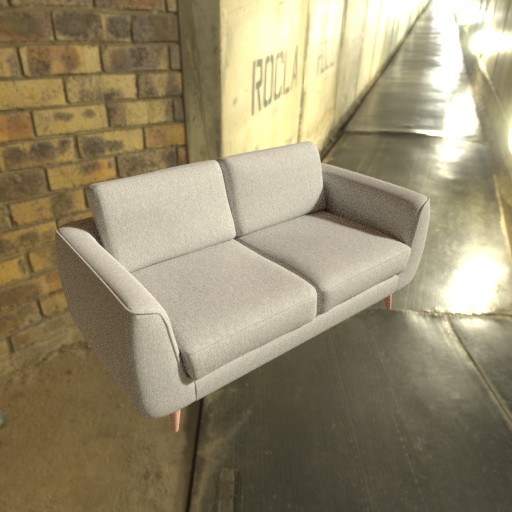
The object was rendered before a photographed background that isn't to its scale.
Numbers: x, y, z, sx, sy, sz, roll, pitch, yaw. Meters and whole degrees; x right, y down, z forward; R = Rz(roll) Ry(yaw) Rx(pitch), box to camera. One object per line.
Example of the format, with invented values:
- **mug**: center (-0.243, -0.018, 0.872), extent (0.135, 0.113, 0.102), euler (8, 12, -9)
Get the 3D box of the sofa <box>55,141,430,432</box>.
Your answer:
- **sofa**: center (0.000, 0.000, 2.207), extent (1.700, 0.850, 0.920), euler (-20, 34, -33)
